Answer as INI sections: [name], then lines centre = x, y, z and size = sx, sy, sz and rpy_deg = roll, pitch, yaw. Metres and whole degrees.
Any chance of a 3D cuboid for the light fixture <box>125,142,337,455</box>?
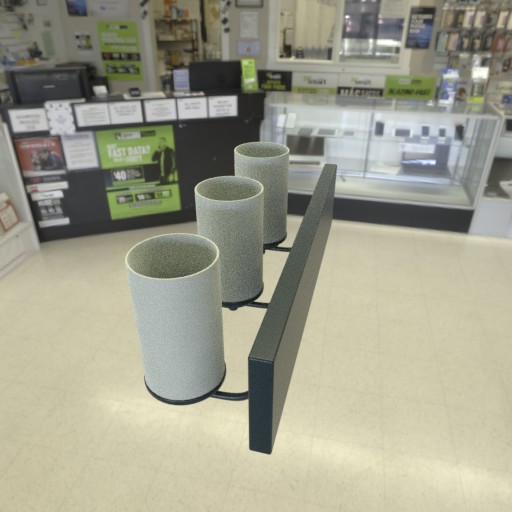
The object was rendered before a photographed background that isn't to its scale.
[light fixture]
centre = 0.000, 0.000, 0.546
size = 0.145, 0.172, 0.451
rpy_deg = 8, 31, 13
